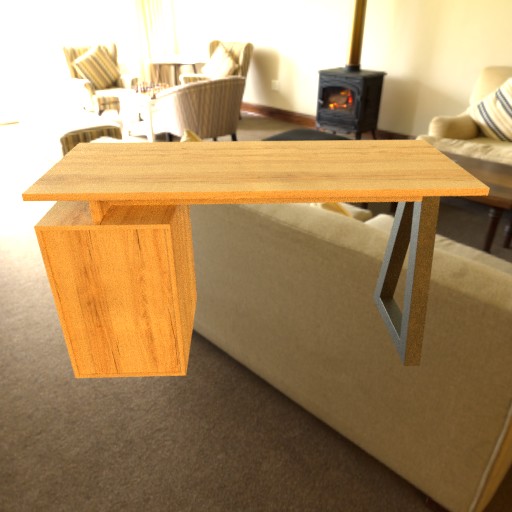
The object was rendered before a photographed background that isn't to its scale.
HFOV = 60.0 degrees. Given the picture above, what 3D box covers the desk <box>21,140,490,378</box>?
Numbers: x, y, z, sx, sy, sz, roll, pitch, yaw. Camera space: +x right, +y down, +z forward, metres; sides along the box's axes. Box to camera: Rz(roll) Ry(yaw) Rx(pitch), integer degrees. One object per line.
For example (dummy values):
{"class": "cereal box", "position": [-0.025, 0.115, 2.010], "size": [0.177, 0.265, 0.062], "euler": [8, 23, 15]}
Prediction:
{"class": "desk", "position": [0.000, 0.000, 1.750], "size": [1.400, 0.760, 0.550], "euler": [-1, 30, -2]}
